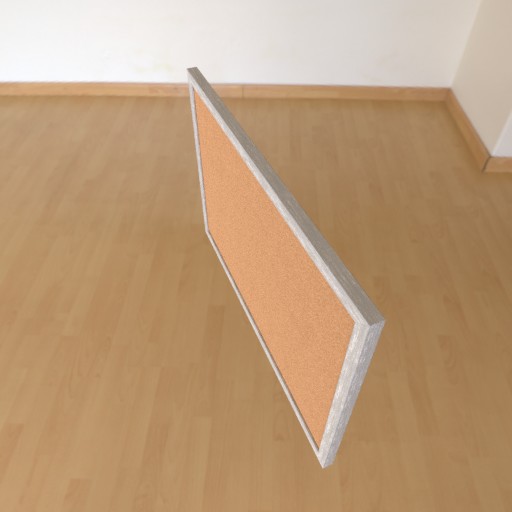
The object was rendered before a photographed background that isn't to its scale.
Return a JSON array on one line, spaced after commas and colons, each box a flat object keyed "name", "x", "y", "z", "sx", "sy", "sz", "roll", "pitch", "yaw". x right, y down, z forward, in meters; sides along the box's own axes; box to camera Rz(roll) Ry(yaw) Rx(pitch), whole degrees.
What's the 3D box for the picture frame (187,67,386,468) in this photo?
[{"name": "picture frame", "x": 0.000, "y": 0.000, "z": 1.202, "sx": 0.029, "sy": 0.640, "sz": 0.950, "roll": -17, "pitch": 49, "yaw": -15}]
